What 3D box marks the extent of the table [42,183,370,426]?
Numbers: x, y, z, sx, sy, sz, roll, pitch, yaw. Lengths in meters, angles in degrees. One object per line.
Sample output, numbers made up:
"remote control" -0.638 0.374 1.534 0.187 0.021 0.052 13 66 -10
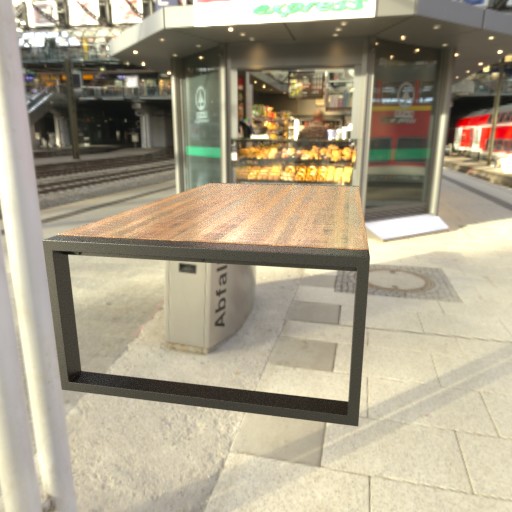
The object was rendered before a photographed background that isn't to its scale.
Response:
"table" 0.000 0.000 1.661 0.750 0.400 1.350 3 15 11
